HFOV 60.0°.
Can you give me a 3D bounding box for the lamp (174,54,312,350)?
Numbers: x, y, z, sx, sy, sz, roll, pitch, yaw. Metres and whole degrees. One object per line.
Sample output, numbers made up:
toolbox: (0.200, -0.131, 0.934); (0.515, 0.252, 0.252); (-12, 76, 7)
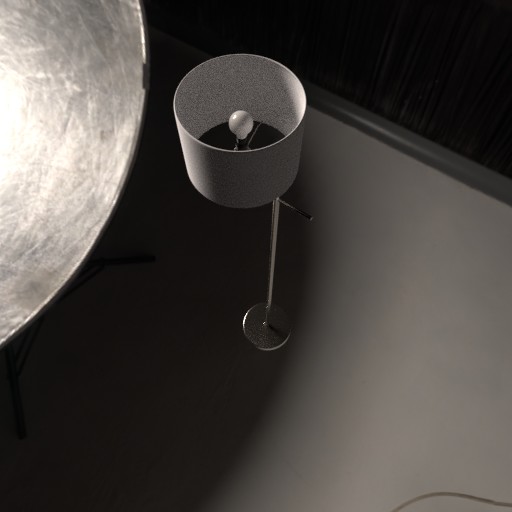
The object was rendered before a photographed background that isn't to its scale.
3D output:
lamp: (0.000, 0.000, 1.781); (0.416, 1.600, 0.324); (31, 68, 14)
